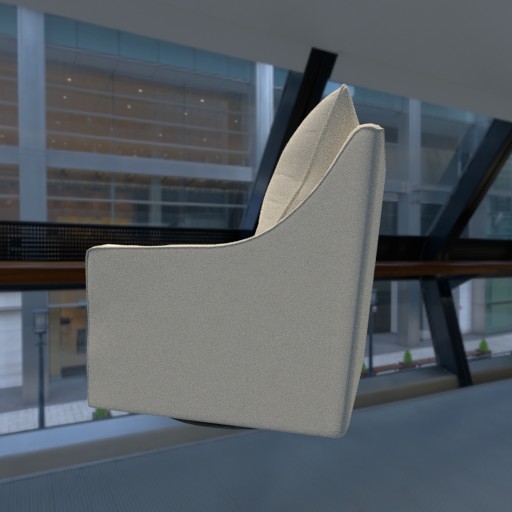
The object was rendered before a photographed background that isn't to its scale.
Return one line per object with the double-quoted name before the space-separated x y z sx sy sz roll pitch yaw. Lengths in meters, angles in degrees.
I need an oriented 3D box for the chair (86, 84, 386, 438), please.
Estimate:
"chair" 0.000 0.000 1.571 0.876 0.965 0.756 0 1 17
